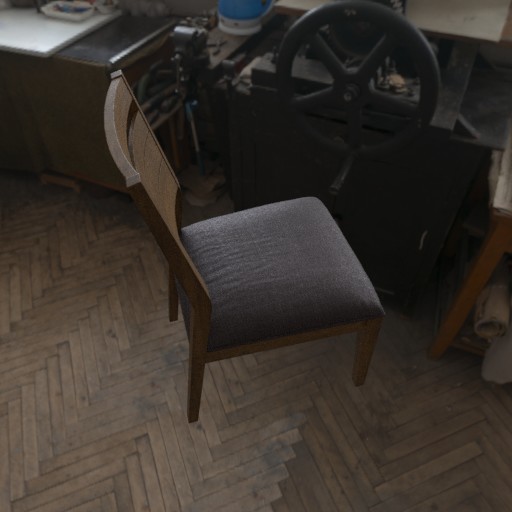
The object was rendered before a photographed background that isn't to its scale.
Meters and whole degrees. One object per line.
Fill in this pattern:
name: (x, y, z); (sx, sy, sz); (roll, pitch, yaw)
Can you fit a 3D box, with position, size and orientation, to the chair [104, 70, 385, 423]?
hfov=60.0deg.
chair: (0.000, 0.000, 1.245); (0.610, 0.939, 0.501); (-12, 48, -11)
